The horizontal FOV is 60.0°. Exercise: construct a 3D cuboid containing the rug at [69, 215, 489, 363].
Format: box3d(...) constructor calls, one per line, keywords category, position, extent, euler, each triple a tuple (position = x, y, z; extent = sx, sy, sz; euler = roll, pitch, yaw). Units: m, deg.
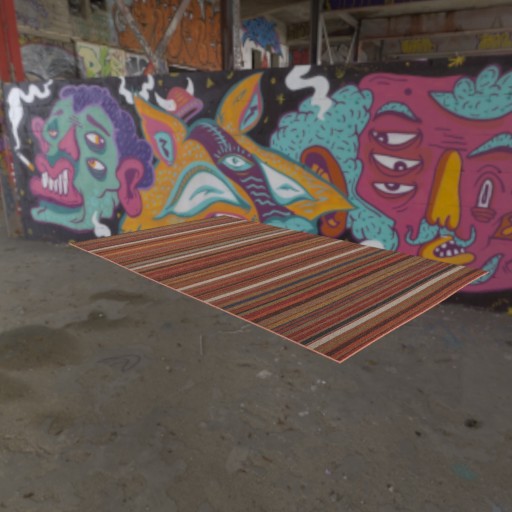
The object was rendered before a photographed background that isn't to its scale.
box3d(category="rug", position=(0.000, 0.000, 2.980), extent=(1.523, 0.008, 2.438), euler=(-15, 22, -42))
